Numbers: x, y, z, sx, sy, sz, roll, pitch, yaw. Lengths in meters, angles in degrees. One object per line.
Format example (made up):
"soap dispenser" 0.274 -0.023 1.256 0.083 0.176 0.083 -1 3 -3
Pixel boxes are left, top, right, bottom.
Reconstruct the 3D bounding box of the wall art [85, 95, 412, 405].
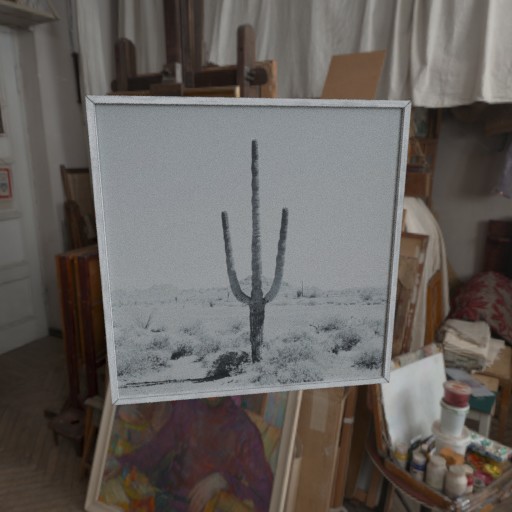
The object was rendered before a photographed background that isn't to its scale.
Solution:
"wall art" 0.000 0.000 1.133 0.762 0.762 0.038 -2 14 -8
